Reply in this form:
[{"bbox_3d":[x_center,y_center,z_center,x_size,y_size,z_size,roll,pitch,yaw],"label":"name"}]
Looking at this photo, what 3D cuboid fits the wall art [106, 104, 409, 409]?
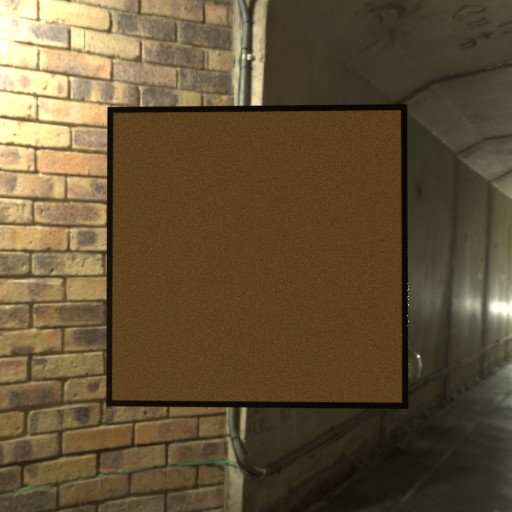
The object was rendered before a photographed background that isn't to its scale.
[{"bbox_3d":[0.000,0.000,0.678,0.457,0.458,0.012,0,-1,2],"label":"wall art"}]
